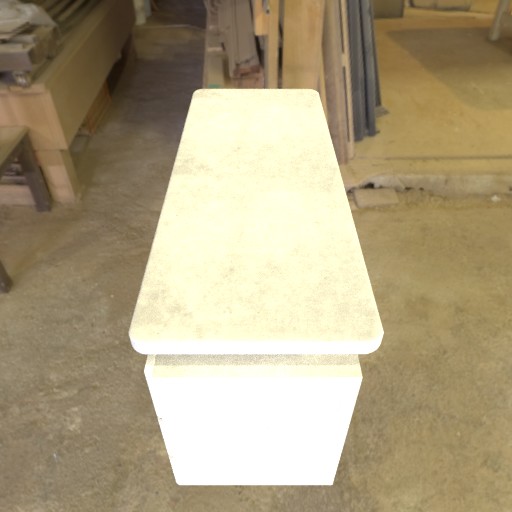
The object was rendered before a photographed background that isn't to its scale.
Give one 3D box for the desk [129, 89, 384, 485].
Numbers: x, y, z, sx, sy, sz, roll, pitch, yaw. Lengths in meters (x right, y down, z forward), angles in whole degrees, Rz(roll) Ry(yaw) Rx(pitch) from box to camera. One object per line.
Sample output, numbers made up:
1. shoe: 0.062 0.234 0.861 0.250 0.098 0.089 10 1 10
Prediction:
1. desk: 0.000 0.000 1.702 0.550 0.755 1.400 0 42 0
